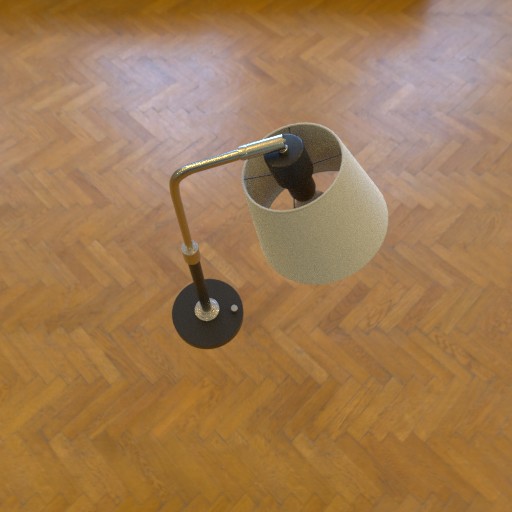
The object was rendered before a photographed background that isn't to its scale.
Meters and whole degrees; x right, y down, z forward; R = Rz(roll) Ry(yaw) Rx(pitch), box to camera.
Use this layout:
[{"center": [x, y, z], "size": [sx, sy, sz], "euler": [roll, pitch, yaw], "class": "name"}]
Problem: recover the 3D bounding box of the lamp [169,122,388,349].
[{"center": [0.000, 0.000, 0.698], "size": [0.348, 0.539, 0.181], "euler": [-1, 63, -1], "class": "lamp"}]
